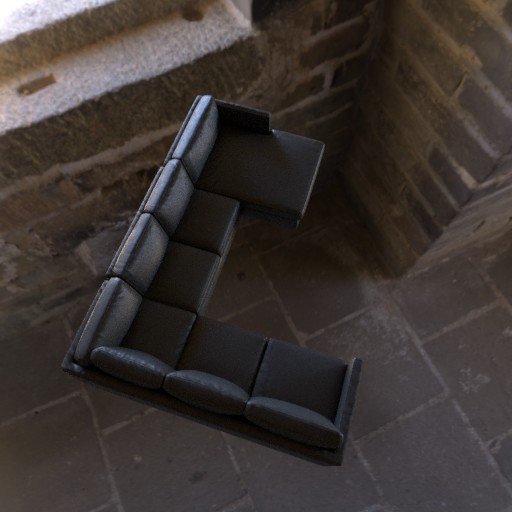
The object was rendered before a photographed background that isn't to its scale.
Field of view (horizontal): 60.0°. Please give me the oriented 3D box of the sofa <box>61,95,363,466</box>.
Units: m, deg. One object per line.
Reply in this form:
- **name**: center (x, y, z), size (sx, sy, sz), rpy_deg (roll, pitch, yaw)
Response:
- **sofa**: center (0.000, 0.000, 4.683), size (2.593, 0.923, 3.460), rpy_deg (16, 65, 8)
